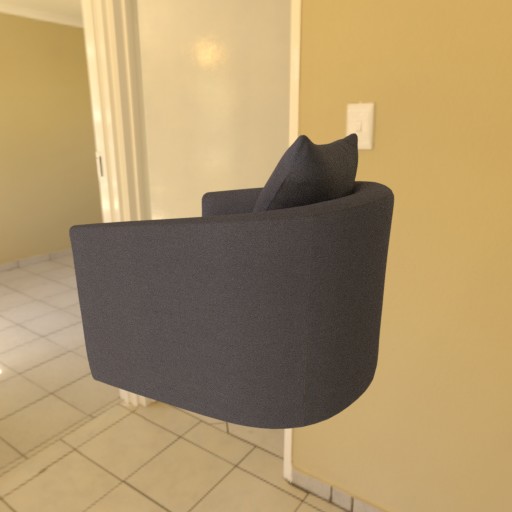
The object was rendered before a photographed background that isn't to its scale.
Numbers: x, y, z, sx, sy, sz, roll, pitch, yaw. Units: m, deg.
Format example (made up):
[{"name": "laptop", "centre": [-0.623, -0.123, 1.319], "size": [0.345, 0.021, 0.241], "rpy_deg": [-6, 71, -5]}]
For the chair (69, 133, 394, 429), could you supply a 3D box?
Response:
[{"name": "chair", "centre": [0.000, 0.000, 1.582], "size": [0.910, 0.848, 0.845], "rpy_deg": [8, 18, 25]}]
